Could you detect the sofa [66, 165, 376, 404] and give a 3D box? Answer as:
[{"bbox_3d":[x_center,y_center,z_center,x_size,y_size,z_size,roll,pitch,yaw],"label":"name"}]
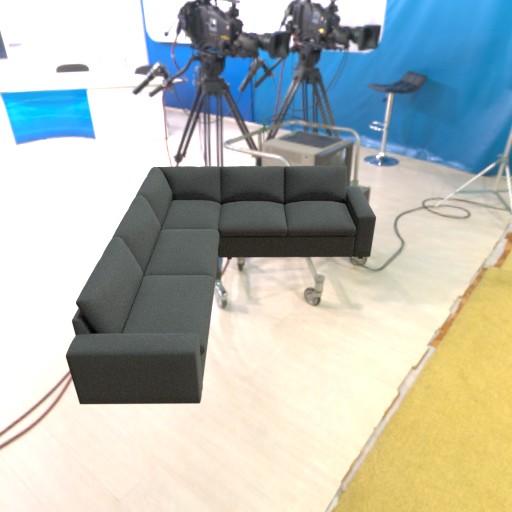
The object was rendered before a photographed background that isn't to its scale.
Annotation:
[{"bbox_3d":[0.000,0.000,4.790,2.895,0.965,3.277,0,31,0],"label":"sofa"}]
